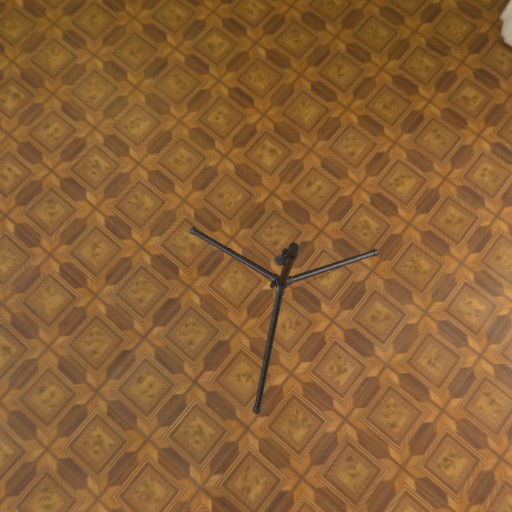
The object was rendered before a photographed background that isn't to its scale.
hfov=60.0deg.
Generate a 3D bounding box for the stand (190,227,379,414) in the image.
[{"bbox_3d":[0.000,0.000,2.782,1.339,1.595,1.596,39,80,8],"label":"stand"}]
